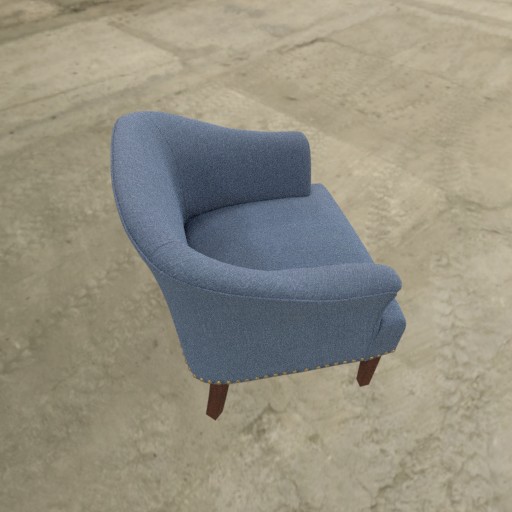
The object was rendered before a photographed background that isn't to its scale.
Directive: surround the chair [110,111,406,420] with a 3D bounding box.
[{"bbox_3d":[0.000,0.000,1.380,0.704,0.815,0.772,-10,45,-10],"label":"chair"}]
